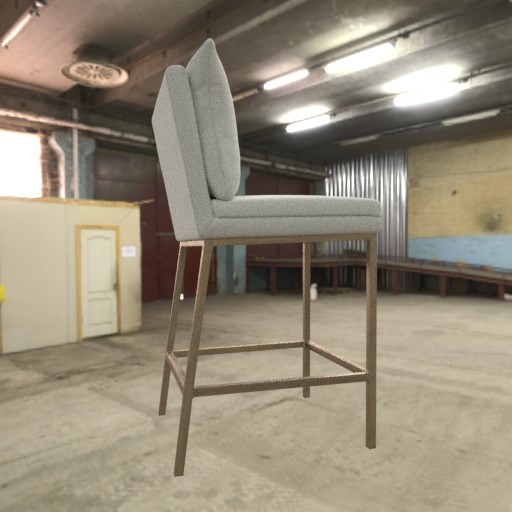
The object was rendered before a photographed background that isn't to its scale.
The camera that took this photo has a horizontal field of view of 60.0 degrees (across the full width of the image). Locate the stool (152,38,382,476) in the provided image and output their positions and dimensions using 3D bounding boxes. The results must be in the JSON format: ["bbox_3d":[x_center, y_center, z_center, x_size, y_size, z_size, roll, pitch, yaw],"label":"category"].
[{"bbox_3d":[0.000,0.000,1.310,0.572,1.032,0.463,0,1,-18],"label":"stool"}]
